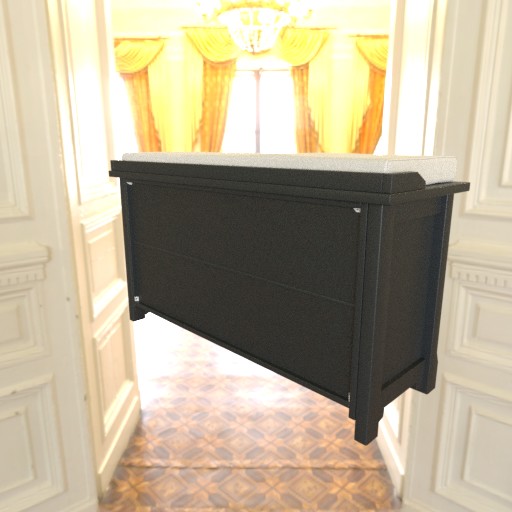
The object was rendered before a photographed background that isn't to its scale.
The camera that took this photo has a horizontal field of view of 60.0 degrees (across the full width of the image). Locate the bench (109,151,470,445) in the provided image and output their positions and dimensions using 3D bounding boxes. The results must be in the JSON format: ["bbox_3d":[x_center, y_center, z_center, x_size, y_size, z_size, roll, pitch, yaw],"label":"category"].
[{"bbox_3d":[0.000,0.000,1.231,0.345,0.561,0.973,-14,19,-43],"label":"bench"}]
